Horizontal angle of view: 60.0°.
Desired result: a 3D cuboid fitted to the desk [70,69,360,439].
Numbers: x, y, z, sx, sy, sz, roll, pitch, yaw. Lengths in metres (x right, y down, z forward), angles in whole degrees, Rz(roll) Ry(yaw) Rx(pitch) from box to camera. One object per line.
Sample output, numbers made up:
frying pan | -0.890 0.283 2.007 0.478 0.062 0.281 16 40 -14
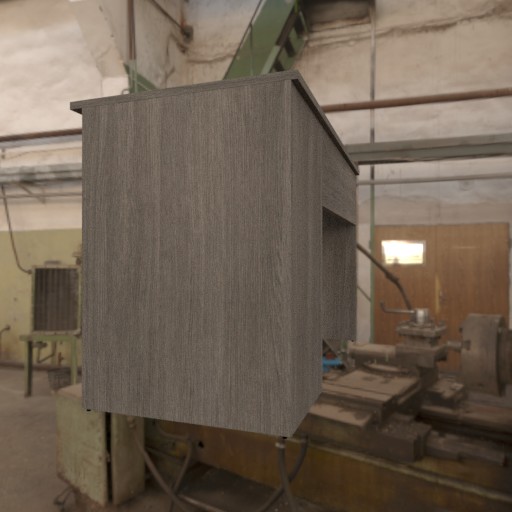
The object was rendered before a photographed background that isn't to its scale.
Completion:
desk | 0.000 0.000 1.485 0.560 0.735 1.097 0 0 19
